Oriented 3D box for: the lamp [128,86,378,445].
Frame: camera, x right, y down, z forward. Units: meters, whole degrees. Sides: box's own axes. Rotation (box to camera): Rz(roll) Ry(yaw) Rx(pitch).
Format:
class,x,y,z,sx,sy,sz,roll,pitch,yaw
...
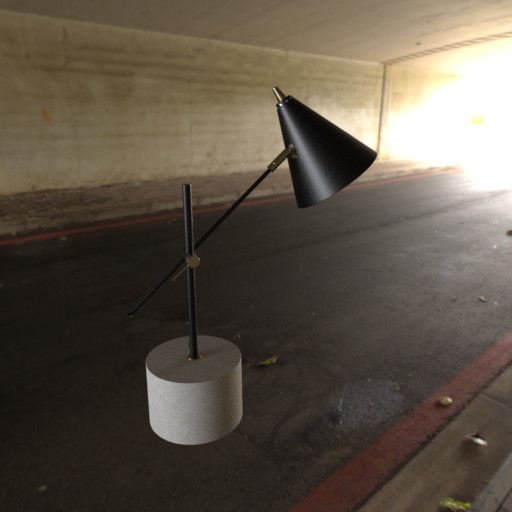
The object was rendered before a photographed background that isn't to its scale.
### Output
class,x,y,z,sx,sy,sz,roll,pitch,yaw
lamp,0.000,0.000,0.711,0.403,0.518,0.214,-3,17,-10
